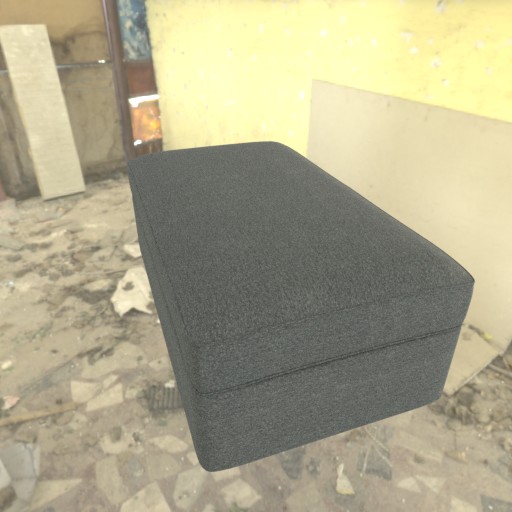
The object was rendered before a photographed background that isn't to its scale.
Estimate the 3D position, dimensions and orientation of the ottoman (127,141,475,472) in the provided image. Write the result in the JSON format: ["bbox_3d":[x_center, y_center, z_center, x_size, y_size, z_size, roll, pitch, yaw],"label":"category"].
[{"bbox_3d":[0.000,0.000,1.473,0.681,0.494,1.173,-10,32,-17],"label":"ottoman"}]
